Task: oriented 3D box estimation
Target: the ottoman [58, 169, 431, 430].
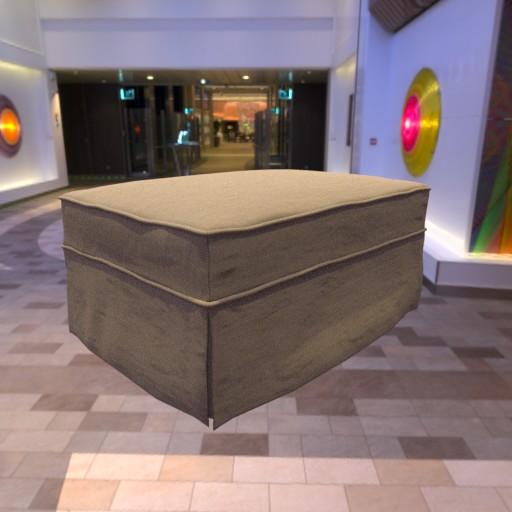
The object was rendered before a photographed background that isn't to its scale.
[{"bbox_3d":[0.000,0.000,1.333,0.703,0.479,0.944,15,22,43],"label":"ottoman"}]
